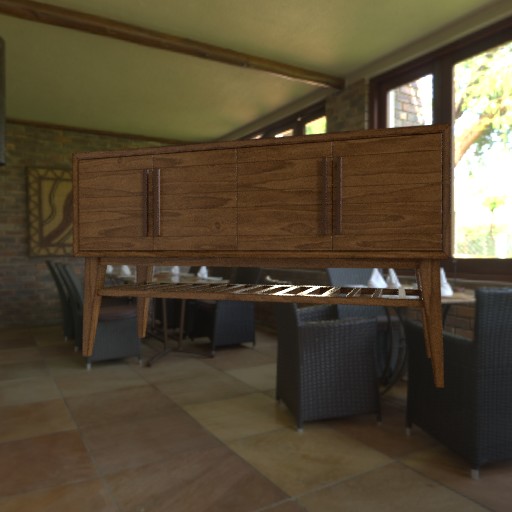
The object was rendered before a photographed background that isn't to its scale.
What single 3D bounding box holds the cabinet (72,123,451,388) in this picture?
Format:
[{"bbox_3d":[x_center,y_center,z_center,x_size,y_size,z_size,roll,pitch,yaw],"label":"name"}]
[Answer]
[{"bbox_3d":[0.000,0.000,1.745,1.363,0.802,0.477,0,1,18],"label":"cabinet"}]
